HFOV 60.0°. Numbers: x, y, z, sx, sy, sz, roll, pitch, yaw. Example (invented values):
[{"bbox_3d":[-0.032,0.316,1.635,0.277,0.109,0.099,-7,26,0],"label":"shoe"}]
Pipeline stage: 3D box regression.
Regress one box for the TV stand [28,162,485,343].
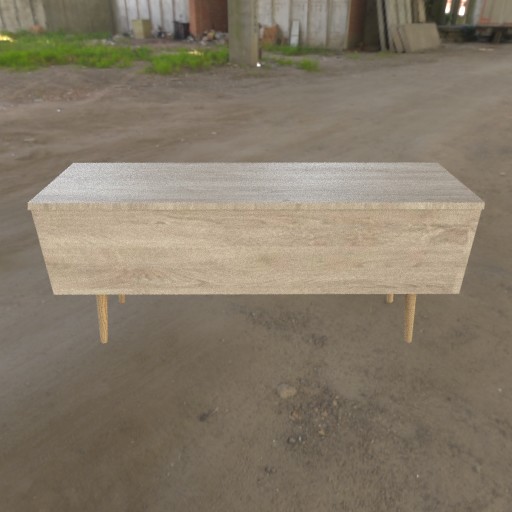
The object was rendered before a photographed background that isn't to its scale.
[{"bbox_3d":[0.000,0.000,1.577,1.313,0.565,0.401,0,29,0],"label":"TV stand"}]
